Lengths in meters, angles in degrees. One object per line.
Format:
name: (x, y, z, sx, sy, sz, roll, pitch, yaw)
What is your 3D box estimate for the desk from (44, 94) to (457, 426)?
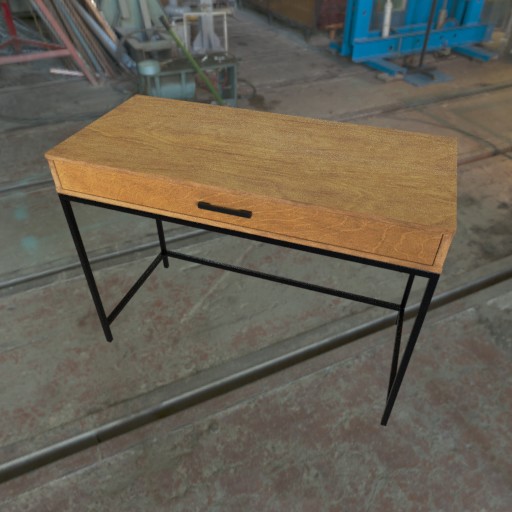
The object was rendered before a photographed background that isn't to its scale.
desk: (0.000, 0.000, 1.431, 1.016, 0.762, 0.470, 13, 41, 15)
